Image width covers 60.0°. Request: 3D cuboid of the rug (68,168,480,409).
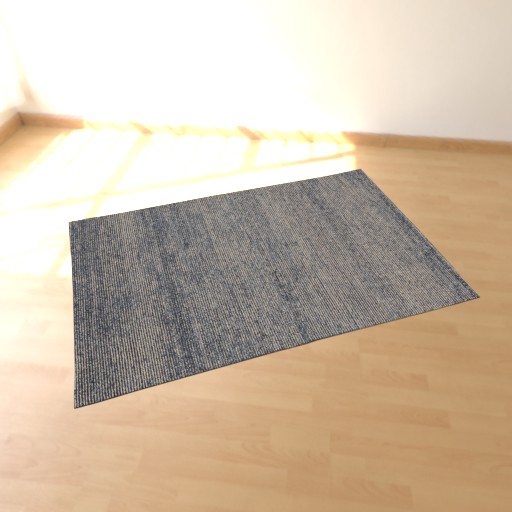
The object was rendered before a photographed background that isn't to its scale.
[{"bbox_3d":[0.000,0.000,2.226,1.793,0.025,1.159,-12,44,-13],"label":"rug"}]
